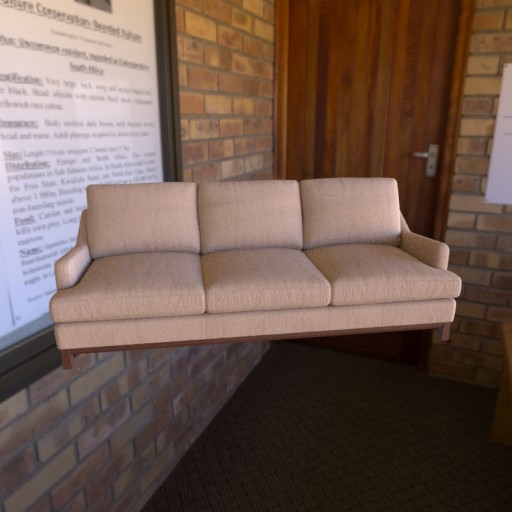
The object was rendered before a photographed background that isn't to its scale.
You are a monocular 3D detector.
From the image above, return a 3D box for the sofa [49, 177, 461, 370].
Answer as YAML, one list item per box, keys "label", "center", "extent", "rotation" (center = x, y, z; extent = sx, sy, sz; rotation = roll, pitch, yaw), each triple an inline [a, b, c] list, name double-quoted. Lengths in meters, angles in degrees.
- label: "sofa"
  center: [0.000, 0.000, 2.879]
  extent: [2.321, 0.913, 1.000]
  rotation: [-3, 17, -8]
